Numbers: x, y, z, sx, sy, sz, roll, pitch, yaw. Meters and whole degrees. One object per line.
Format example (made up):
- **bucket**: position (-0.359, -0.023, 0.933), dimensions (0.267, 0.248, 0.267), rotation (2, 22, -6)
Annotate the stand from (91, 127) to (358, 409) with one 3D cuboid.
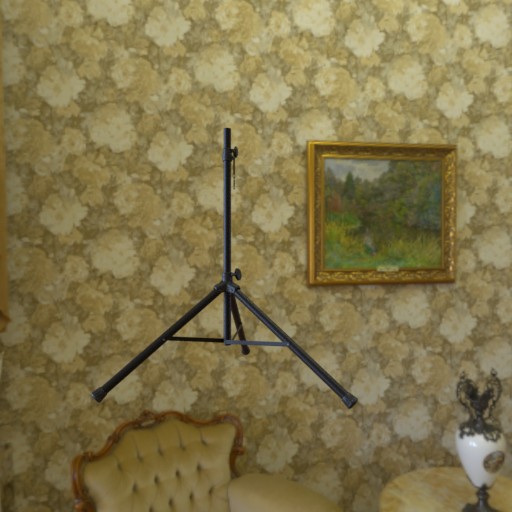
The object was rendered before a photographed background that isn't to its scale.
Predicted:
- **stand**: position (0.000, 0.000, 1.892), dimensions (0.907, 1.136, 1.045), rotation (0, 0, 35)
